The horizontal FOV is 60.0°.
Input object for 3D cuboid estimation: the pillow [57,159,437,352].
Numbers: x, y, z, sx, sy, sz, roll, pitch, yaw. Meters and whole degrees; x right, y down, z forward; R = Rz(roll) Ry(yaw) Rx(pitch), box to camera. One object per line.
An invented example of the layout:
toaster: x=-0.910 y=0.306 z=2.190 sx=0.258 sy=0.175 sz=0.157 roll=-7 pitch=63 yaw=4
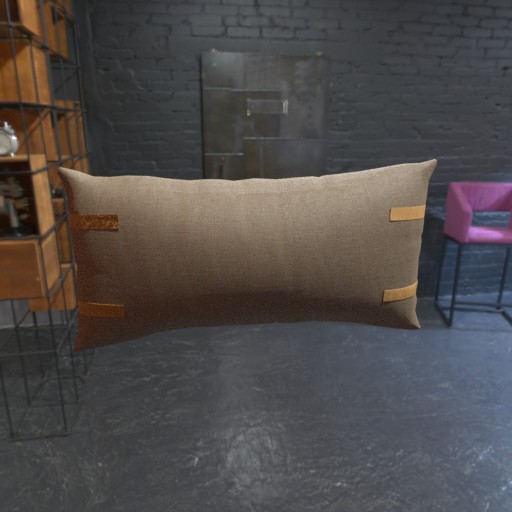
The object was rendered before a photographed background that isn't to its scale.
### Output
pillow: x=0.000 y=0.000 z=0.736 sx=0.612 sy=0.308 sz=0.148 roll=-2 pitch=17 yaw=-8
